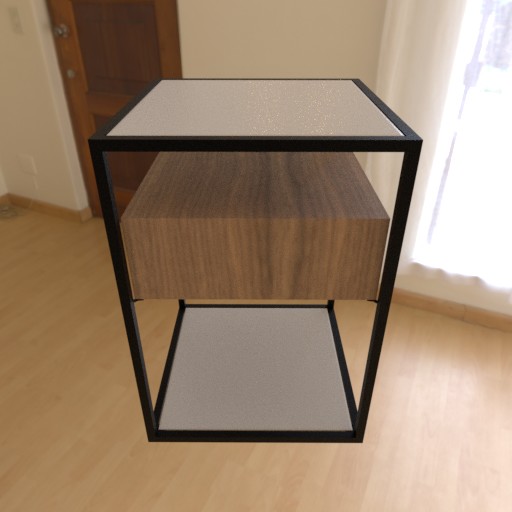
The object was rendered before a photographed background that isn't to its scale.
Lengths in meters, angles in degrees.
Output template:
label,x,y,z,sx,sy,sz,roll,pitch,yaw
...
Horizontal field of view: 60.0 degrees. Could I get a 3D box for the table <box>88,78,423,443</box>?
label,x,y,z,sx,sy,sz,roll,pitch,yaw
table,0.000,0.000,0.800,0.378,0.540,0.378,0,32,0
